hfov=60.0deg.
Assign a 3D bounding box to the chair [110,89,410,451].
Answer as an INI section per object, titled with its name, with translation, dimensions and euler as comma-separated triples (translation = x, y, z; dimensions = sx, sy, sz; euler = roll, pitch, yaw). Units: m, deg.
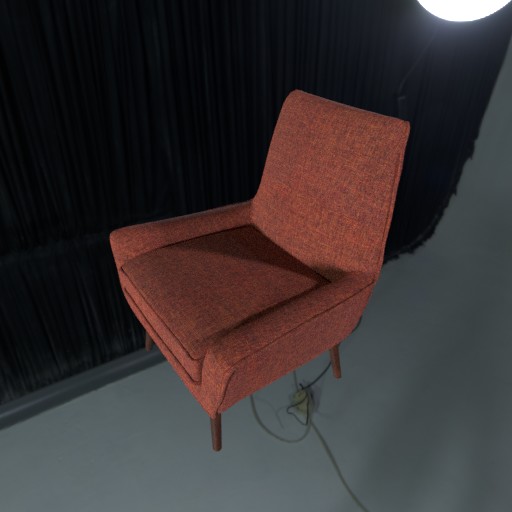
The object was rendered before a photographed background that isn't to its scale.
[chair]
translation = 0.000, 0.000, 1.489
dimensions = 0.784, 0.911, 0.803
euler = -21, 38, -29
